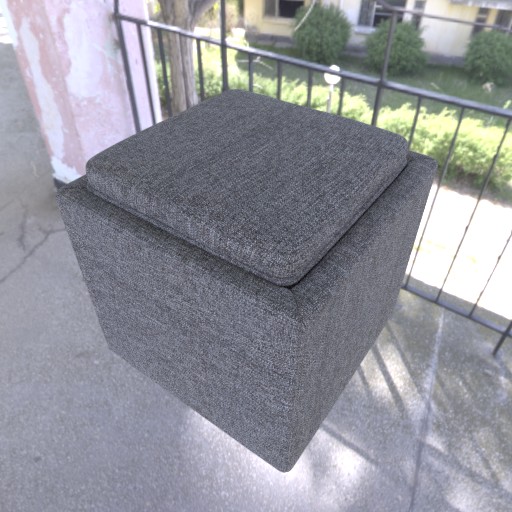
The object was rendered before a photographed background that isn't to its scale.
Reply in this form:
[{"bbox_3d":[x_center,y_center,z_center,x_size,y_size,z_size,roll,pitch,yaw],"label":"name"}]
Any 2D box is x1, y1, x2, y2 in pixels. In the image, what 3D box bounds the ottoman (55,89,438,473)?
[{"bbox_3d":[0.000,0.000,0.820,0.450,0.460,0.450,25,47,26],"label":"ottoman"}]
